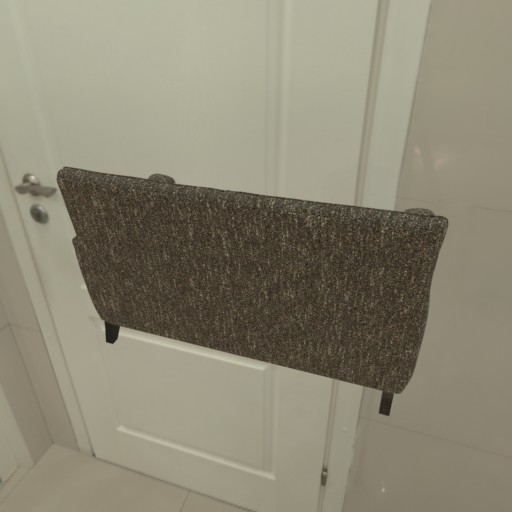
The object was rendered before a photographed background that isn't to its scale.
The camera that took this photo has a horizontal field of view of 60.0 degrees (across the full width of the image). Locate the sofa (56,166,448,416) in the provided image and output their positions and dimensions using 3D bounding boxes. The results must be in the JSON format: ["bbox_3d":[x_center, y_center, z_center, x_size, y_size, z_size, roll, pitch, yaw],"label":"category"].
[{"bbox_3d":[0.000,0.000,2.060,1.519,0.946,0.801,10,32,16],"label":"sofa"}]
